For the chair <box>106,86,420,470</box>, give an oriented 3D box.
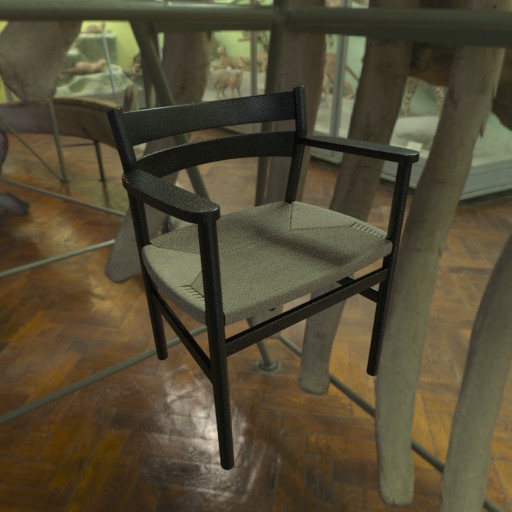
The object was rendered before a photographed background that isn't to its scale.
[{"bbox_3d":[0.000,0.000,1.183,0.630,0.775,0.508,-20,35,-31],"label":"chair"}]
